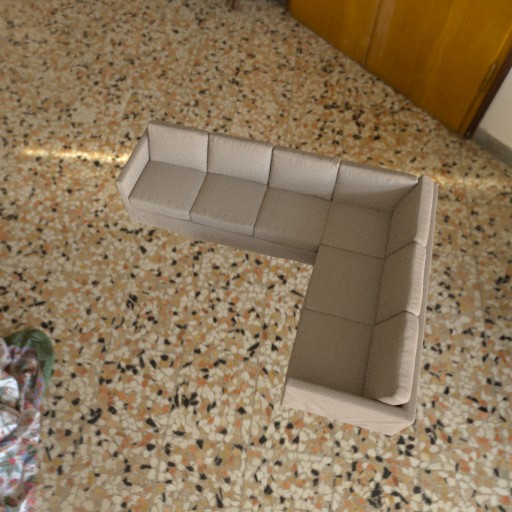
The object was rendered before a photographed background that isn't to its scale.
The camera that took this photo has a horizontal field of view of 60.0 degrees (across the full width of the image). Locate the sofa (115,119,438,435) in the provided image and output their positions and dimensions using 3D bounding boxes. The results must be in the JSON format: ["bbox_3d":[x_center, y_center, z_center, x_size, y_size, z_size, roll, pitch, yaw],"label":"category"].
[{"bbox_3d":[0.000,0.000,4.346,3.182,0.871,2.432,14,60,8],"label":"sofa"}]
